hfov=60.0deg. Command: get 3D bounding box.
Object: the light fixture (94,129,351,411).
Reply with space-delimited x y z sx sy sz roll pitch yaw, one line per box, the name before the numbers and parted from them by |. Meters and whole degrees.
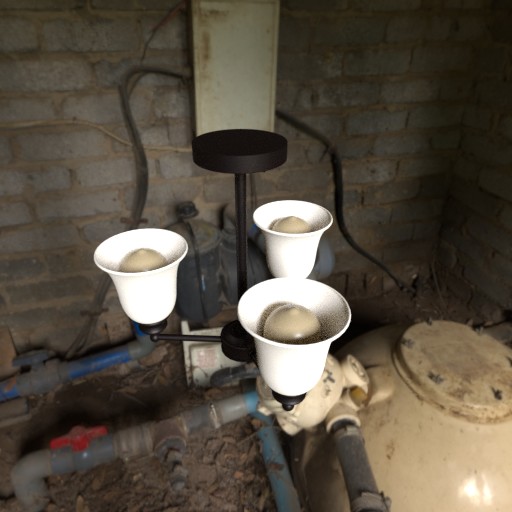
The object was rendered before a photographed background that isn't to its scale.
light fixture | 0.000 0.000 0.677 0.388 0.370 0.354 19 35 29
